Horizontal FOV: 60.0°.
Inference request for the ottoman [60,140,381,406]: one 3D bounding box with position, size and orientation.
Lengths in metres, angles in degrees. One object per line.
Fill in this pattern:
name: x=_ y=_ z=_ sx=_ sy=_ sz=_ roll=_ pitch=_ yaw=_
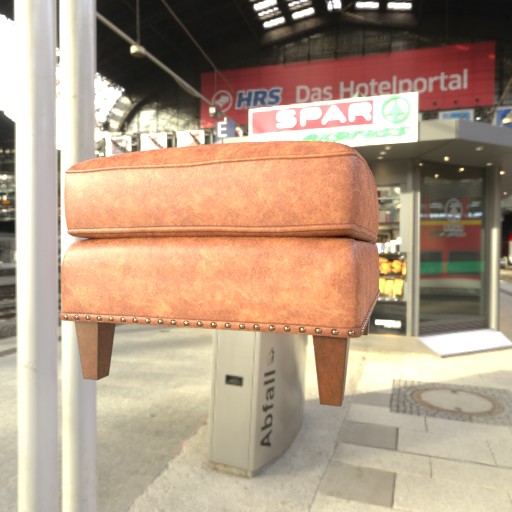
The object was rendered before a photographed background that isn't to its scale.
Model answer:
ottoman: x=0.000 y=0.000 z=1.126 sx=0.586 sy=0.486 sz=0.742 roll=0 pitch=1 yaw=18
